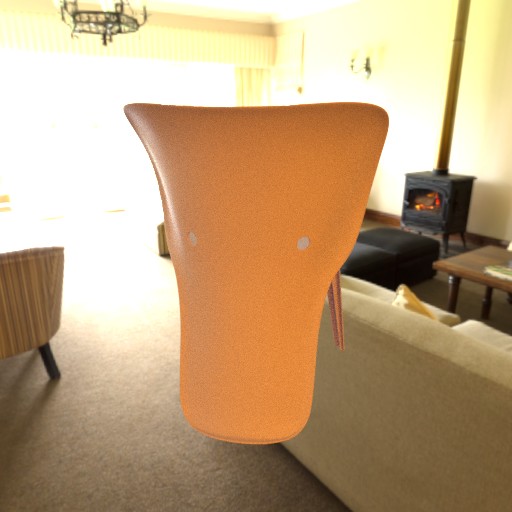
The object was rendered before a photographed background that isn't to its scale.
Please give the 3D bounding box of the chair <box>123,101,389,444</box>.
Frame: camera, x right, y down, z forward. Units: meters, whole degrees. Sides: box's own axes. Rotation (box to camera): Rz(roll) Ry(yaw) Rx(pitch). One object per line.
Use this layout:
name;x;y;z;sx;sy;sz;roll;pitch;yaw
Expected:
chair;0.000;0.000;0.854;0.451;0.554;0.402;3;18;9
